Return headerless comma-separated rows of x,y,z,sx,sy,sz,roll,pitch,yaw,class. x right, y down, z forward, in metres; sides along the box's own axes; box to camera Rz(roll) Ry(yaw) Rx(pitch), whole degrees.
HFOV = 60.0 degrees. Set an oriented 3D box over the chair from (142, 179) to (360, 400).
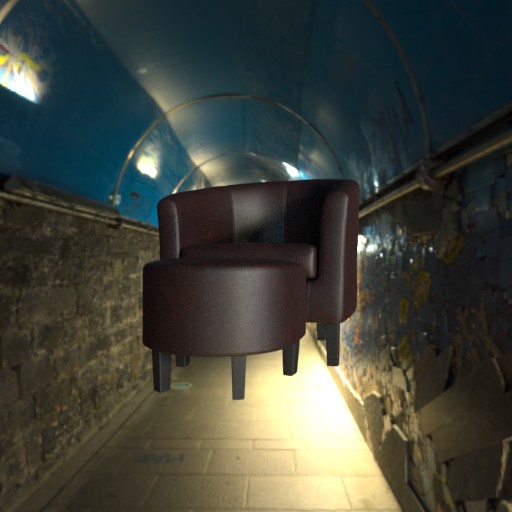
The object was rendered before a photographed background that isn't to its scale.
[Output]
0.000,0.000,1.680,0.737,0.755,1.176,0,0,18,chair
